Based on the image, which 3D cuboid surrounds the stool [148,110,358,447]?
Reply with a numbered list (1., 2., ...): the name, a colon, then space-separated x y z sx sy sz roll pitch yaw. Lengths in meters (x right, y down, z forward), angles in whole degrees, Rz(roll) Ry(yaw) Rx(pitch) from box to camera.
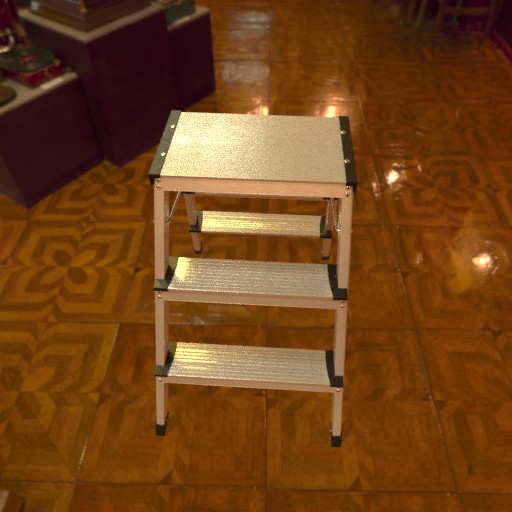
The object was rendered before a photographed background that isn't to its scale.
1. stool: 0.000 0.000 1.017 0.437 0.605 0.622 3 48 2
